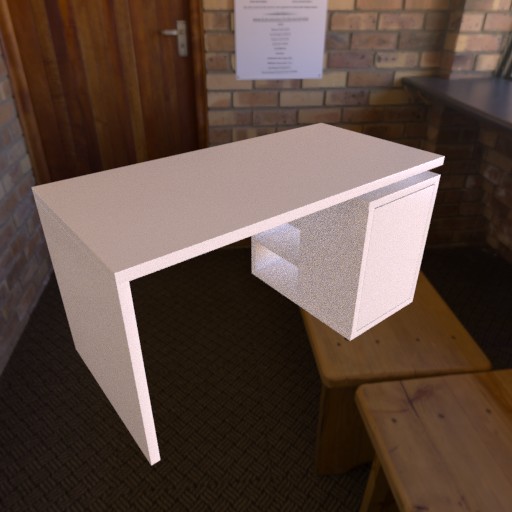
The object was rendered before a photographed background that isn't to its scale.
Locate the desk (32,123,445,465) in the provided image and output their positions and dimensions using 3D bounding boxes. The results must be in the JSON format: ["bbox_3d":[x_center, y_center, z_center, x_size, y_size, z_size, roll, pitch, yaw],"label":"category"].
[{"bbox_3d":[0.000,0.000,1.836,1.400,0.740,0.690,-22,37,-32],"label":"desk"}]
